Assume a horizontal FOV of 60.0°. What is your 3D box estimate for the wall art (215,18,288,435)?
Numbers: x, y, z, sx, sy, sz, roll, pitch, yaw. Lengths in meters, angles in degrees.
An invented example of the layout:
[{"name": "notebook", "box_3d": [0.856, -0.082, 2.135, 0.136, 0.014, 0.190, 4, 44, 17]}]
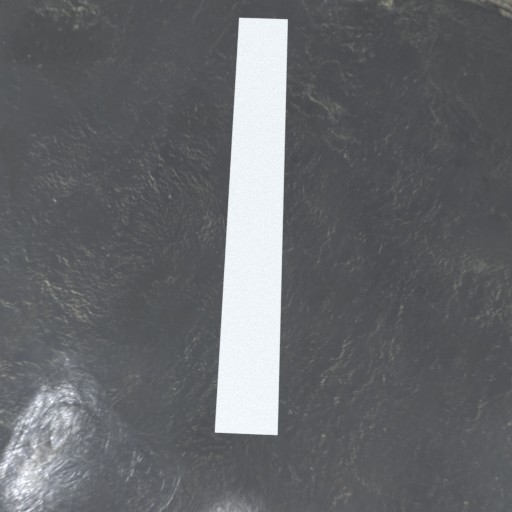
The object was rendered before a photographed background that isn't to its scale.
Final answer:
[{"name": "wall art", "box_3d": [0.000, 0.000, 0.456, 0.038, 0.304, 0.305, 2, 75, 1]}]
